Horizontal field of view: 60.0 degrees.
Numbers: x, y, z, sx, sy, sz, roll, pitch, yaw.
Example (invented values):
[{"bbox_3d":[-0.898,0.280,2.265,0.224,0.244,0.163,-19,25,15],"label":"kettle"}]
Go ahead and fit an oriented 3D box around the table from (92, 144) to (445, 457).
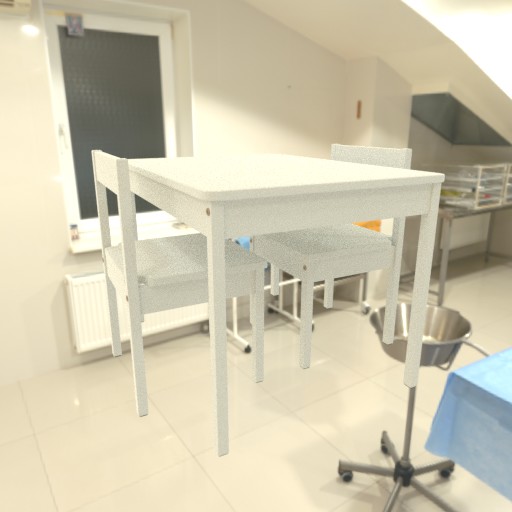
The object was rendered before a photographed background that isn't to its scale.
[{"bbox_3d":[0.000,0.000,1.074,0.672,0.503,0.650,-8,19,-26],"label":"table"}]
